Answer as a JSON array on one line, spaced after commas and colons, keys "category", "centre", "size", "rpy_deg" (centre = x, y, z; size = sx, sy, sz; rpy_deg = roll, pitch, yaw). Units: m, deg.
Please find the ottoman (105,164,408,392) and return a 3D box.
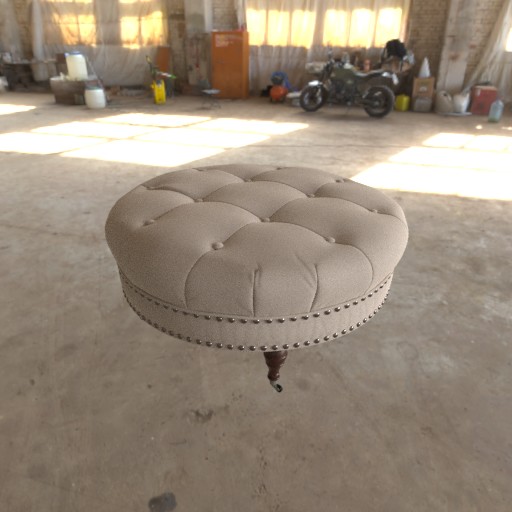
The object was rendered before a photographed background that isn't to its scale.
[{"category": "ottoman", "centre": [0.000, 0.000, 1.432], "size": [0.901, 0.439, 0.901], "rpy_deg": [0, 27, 0]}]
